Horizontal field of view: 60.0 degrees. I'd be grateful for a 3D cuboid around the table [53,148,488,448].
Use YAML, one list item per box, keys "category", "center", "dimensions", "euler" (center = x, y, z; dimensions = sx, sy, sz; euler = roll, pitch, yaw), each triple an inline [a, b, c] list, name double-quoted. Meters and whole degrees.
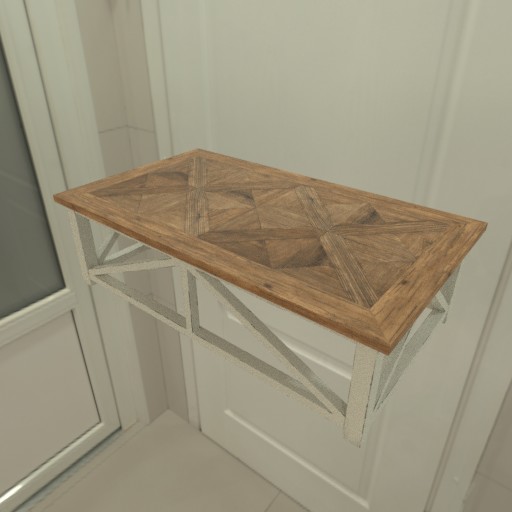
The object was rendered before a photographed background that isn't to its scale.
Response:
- category: "table"
  center: [0.000, 0.000, 1.731]
  dimensions: [1.400, 0.410, 0.800]
  euler: [22, 37, 33]
